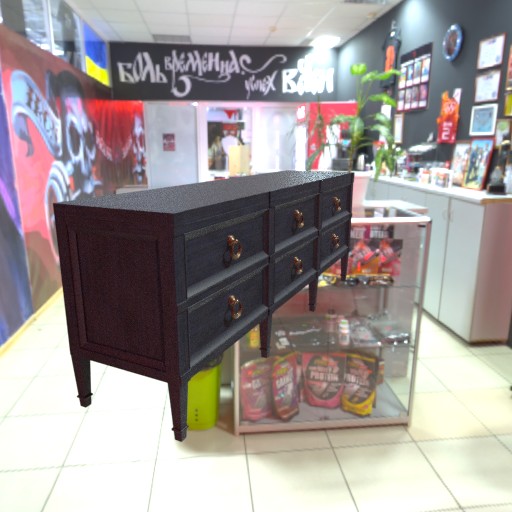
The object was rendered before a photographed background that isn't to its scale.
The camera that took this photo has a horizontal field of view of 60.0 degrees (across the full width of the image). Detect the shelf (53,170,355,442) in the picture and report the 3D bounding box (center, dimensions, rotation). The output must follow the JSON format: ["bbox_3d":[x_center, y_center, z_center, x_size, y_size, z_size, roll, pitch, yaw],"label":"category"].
[{"bbox_3d":[0.000,0.000,2.177,0.471,0.715,1.878,7,16,26],"label":"shelf"}]
